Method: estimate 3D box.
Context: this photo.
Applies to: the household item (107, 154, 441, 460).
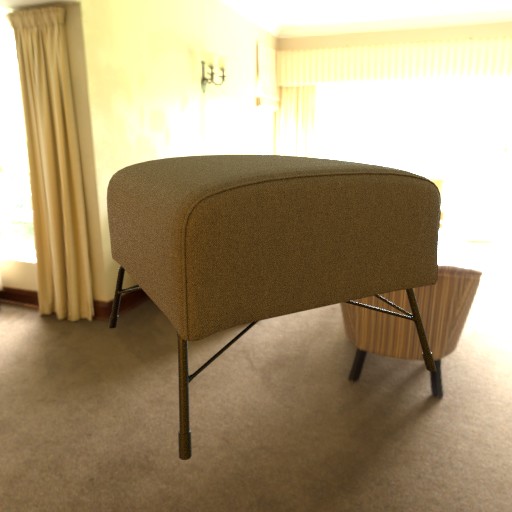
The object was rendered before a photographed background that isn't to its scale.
[{"bbox_3d":[0.000,0.000,0.921,0.530,0.410,0.530,-8,17,-28],"label":"household item"}]
